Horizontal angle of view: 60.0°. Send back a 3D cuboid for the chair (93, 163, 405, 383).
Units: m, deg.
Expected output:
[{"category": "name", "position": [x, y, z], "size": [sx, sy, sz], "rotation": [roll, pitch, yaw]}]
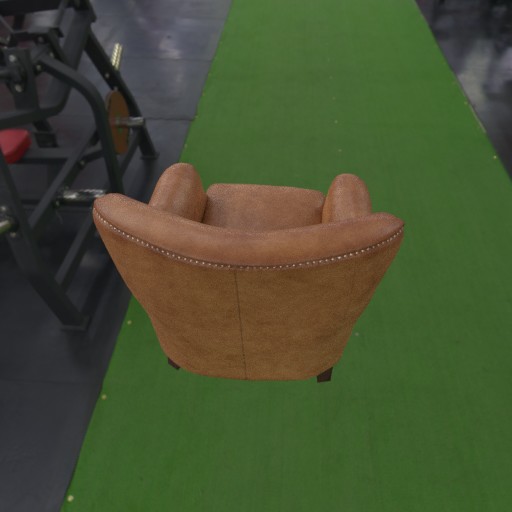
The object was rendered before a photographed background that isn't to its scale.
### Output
[{"category": "chair", "position": [0.000, 0.000, 1.684], "size": [0.861, 0.936, 0.921], "rotation": [5, 46, 4]}]
